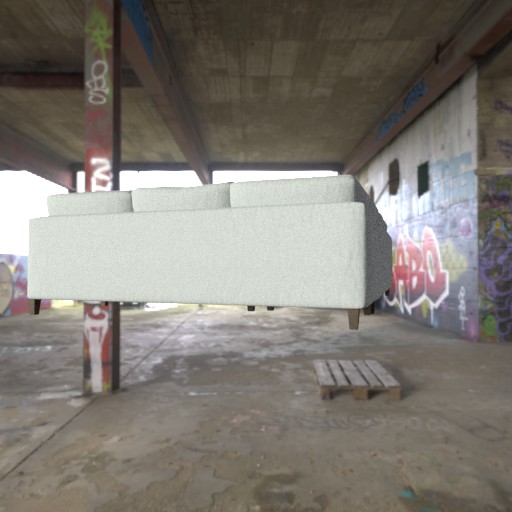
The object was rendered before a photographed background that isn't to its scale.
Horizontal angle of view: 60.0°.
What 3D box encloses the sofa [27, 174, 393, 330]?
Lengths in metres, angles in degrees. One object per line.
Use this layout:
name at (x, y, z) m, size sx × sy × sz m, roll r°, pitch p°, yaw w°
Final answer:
sofa at (0.000, 0.000, 4.438) m, size 2.522 × 0.934 × 3.333 m, roll -1°, pitch -2°, yaw 19°
